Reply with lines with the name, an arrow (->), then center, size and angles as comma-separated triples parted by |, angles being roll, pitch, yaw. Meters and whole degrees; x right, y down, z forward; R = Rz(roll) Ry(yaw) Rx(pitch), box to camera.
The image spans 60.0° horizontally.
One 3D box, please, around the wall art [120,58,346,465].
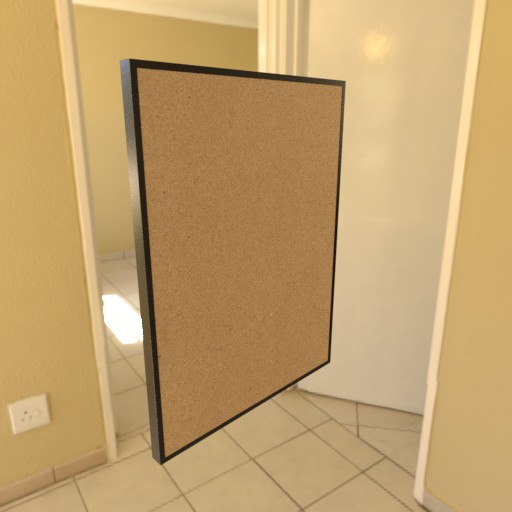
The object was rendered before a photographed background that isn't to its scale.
wall art -> 0.000, 0.000, 1.363 | 0.788, 1.046, 0.043 | -16, 23, -42
